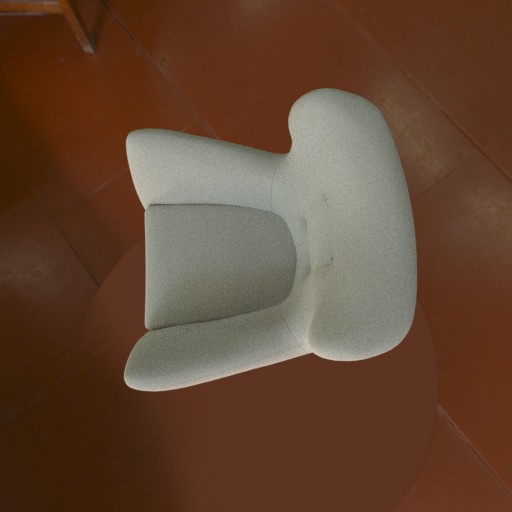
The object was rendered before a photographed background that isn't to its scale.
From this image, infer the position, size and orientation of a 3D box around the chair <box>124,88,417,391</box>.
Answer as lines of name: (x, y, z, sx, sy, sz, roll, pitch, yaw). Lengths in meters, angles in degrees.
chair: (0.000, 0.000, 1.617, 0.889, 0.889, 0.890, -4, 76, -1)
